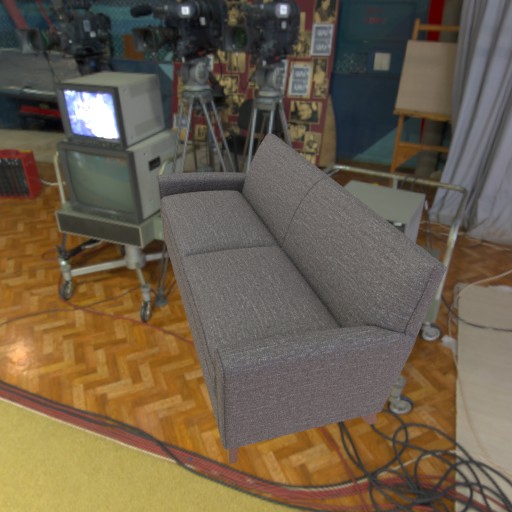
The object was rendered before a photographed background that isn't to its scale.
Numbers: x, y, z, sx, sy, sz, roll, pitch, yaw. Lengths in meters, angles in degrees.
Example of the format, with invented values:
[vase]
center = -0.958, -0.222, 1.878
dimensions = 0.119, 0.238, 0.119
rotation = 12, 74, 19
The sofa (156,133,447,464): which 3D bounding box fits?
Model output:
[sofa]
center = 0.000, 0.000, 2.493
dimensions = 0.875, 0.846, 1.976
rotation = -9, 31, -15
